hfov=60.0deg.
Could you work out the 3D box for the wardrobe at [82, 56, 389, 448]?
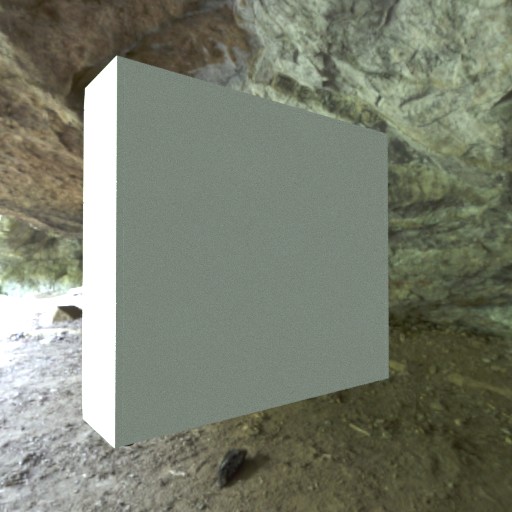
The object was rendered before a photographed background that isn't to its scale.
[{"bbox_3d":[0.000,0.000,1.886,1.340,1.200,0.360,1,-1,-37],"label":"wardrobe"}]
